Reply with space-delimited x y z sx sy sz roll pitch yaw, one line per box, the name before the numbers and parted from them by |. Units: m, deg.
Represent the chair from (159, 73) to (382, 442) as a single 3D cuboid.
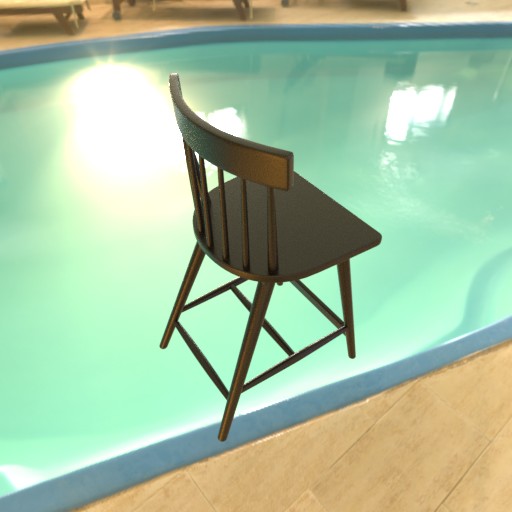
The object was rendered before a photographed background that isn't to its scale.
chair | 0.000 0.000 1.301 0.572 0.952 0.483 -25 49 -24
